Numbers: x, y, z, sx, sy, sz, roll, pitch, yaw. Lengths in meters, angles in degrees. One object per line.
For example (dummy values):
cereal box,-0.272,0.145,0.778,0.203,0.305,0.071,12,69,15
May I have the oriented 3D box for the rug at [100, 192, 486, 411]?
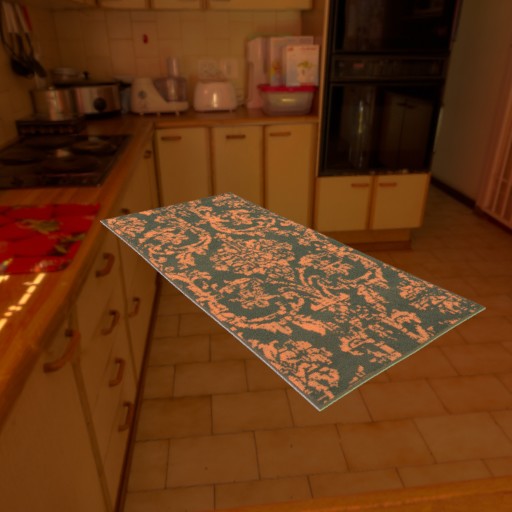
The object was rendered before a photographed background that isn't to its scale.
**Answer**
rug,0.000,0.000,1.445,0.604,0.007,1.219,-18,31,-32
